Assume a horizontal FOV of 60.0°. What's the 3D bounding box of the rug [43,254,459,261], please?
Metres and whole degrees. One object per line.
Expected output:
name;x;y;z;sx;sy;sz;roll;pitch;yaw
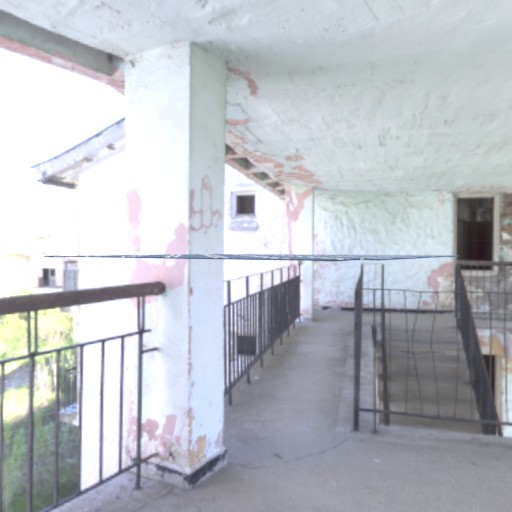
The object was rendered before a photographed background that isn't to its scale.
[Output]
rug;0.000;0.000;3.874;2.867;0.020;2.277;1;1;35
